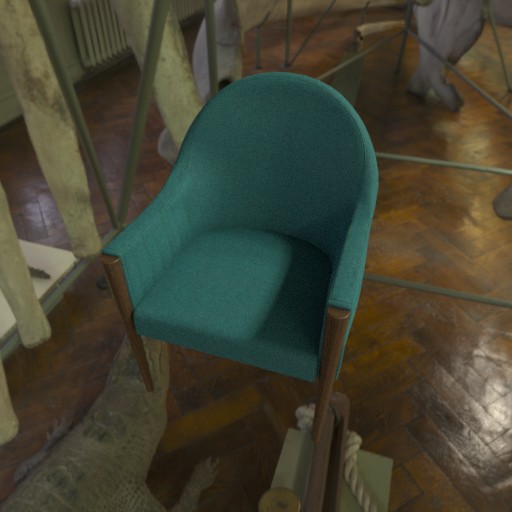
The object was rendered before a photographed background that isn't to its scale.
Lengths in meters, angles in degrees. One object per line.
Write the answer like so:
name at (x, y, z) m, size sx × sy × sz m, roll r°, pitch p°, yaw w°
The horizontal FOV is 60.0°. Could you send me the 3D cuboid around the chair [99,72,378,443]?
chair at (0.000, 0.000, 1.372) m, size 0.656 × 0.907 × 0.652 m, roll 12°, pitch 42°, yaw 13°
